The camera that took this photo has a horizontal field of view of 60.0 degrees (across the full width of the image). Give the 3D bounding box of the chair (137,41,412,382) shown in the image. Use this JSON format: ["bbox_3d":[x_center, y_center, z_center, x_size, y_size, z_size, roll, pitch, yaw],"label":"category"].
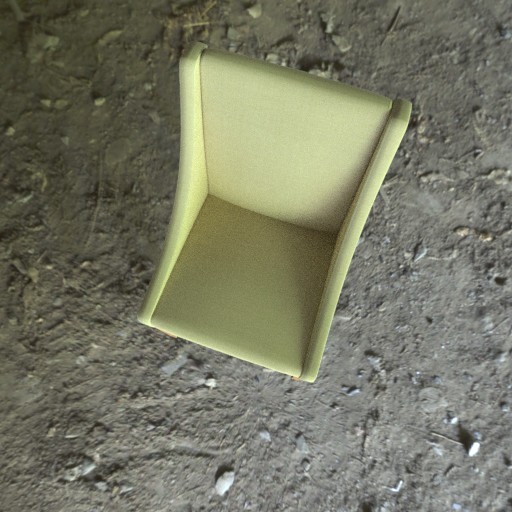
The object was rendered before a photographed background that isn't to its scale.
[{"bbox_3d":[0.000,0.000,1.386,0.575,1.021,0.611,18,74,6],"label":"chair"}]
